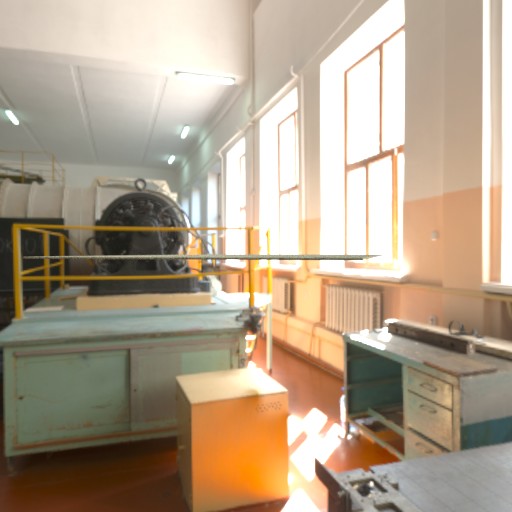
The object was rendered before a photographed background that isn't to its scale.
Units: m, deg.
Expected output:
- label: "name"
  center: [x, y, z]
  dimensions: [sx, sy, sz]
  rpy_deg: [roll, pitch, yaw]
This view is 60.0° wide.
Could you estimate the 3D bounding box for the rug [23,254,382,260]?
- label: "rug"
  center: [0.000, 0.000, 2.305]
  dimensions: [1.211, 0.007, 1.827]
  rpy_deg: [0, 1, 18]
